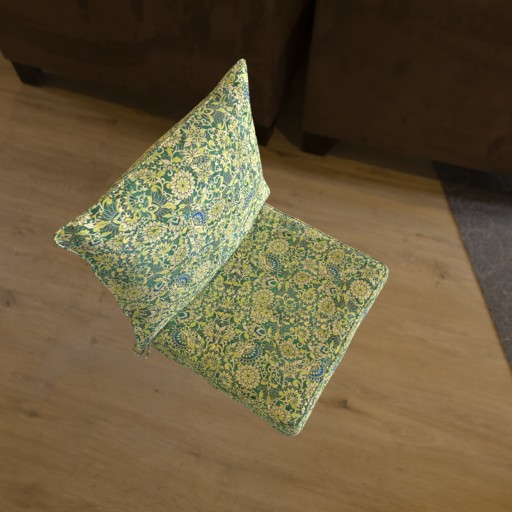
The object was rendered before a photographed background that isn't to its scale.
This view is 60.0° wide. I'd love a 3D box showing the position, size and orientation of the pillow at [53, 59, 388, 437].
[{"bbox_3d":[0.000,0.000,1.367,0.740,0.722,0.798,29,63,17],"label":"pillow"}]
